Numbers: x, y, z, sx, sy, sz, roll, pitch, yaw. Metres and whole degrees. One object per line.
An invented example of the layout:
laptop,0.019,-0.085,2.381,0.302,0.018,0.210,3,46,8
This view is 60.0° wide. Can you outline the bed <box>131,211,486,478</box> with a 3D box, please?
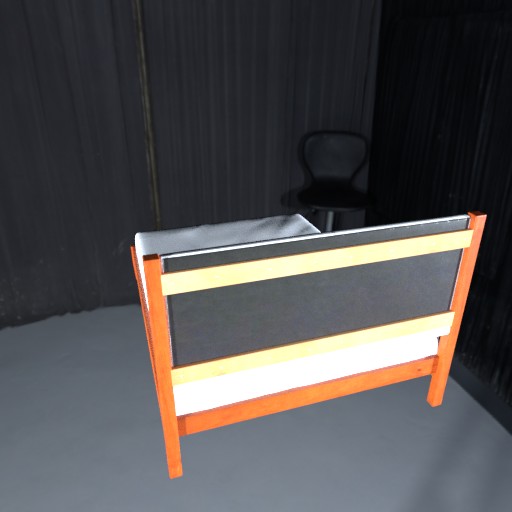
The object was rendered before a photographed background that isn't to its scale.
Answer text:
bed,0.000,0.000,2.988,1.566,1.165,2.117,-8,27,-16
